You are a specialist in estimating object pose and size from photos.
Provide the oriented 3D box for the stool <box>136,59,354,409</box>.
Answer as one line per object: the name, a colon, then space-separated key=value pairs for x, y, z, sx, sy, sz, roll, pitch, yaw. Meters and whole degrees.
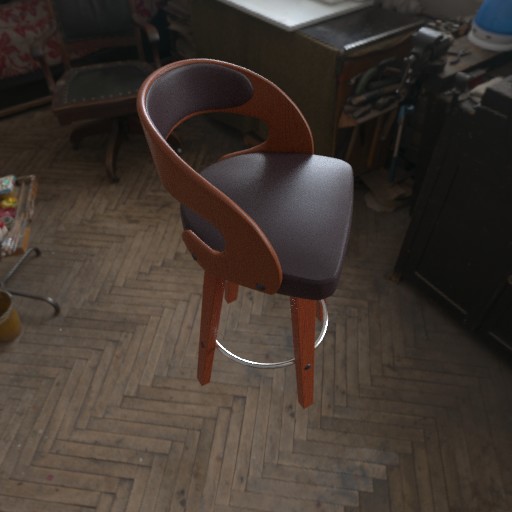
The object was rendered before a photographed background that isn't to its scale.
stool: x=0.000 y=0.000 z=1.196 sx=0.457 sy=0.940 sz=0.457 roll=10 pitch=49 yaw=9
